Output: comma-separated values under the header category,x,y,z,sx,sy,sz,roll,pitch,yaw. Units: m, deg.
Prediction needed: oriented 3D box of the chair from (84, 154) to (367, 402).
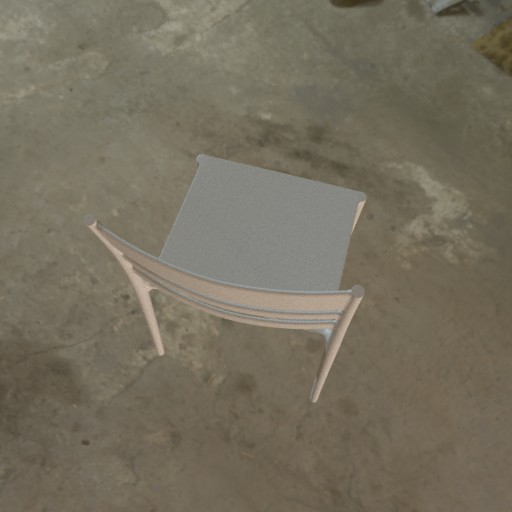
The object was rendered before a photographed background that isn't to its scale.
category,x,y,z,sx,sy,sz,roll,pitch,yaw
chair,0.000,0.000,1.152,0.531,0.800,0.511,15,64,7
